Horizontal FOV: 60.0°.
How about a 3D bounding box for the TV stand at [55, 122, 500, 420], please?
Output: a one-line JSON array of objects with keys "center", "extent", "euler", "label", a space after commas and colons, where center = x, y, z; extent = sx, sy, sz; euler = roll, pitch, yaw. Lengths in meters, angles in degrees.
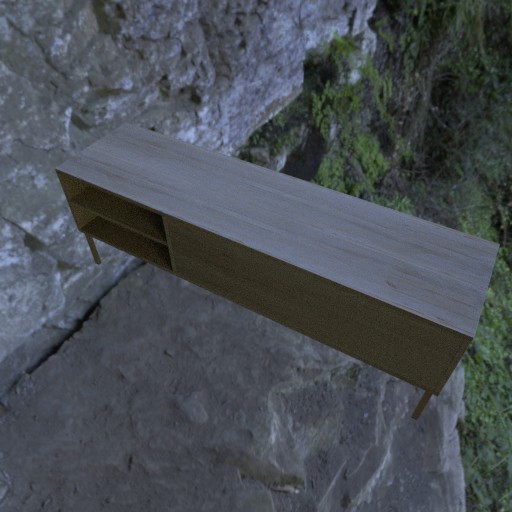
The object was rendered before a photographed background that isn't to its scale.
[{"center": [0.000, 0.000, 1.801], "extent": [1.600, 0.550, 0.420], "euler": [22, 50, 20], "label": "TV stand"}]
